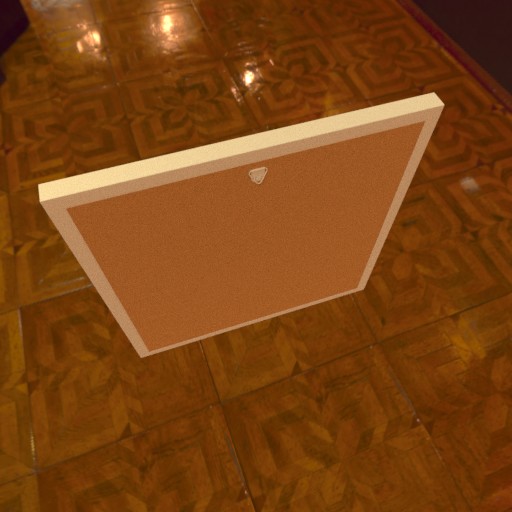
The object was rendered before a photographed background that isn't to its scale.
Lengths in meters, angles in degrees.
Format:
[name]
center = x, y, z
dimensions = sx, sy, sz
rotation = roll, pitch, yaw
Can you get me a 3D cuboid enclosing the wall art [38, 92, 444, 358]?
[wall art]
center = 0.000, 0.000, 1.123
dimensions = 0.761, 0.762, 0.050
rotation = -16, 59, -10
